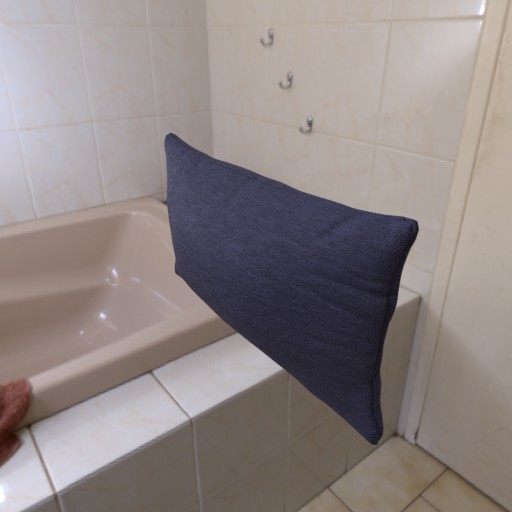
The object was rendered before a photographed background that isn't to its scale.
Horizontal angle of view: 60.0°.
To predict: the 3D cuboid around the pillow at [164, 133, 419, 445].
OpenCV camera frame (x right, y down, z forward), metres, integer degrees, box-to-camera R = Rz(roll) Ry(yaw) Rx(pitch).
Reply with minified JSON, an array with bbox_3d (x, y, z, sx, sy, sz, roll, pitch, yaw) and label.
[{"bbox_3d":[0.000,0.000,0.790,0.210,0.338,0.633,-17,31,-31],"label":"pillow"}]
